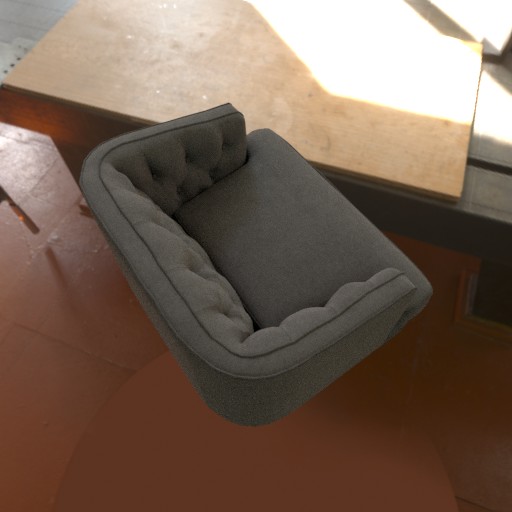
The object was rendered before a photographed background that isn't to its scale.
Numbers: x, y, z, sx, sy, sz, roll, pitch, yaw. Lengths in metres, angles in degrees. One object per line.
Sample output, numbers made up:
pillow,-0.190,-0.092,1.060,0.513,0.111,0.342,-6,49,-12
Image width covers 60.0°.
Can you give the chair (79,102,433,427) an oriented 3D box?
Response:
chair,0.000,0.000,1.781,0.941,0.852,1.104,-32,64,-17
